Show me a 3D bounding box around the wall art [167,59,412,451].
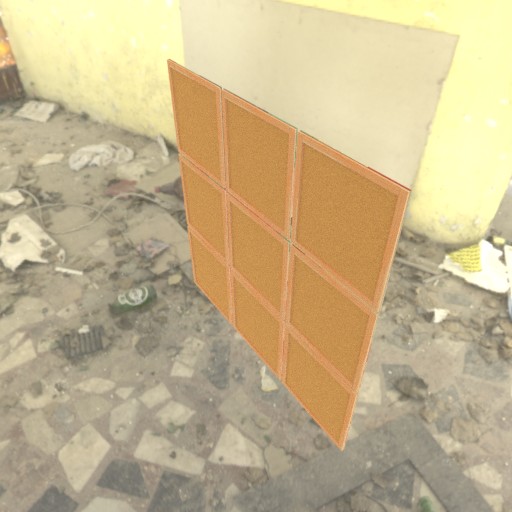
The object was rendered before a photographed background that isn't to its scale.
[{"bbox_3d":[0.000,0.000,1.781,0.013,1.220,1.216,-24,46,-26],"label":"wall art"}]
